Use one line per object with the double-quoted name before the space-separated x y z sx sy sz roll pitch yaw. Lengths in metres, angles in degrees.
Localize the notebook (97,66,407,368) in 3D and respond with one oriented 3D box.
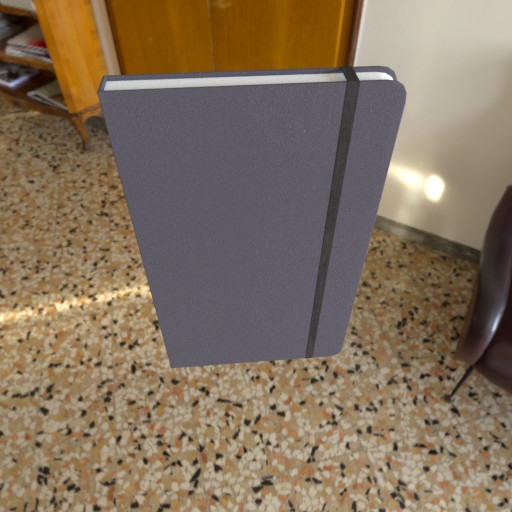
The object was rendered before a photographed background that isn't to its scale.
"notebook" 0.000 0.000 0.260 0.127 0.213 0.016 -3 46 -3
